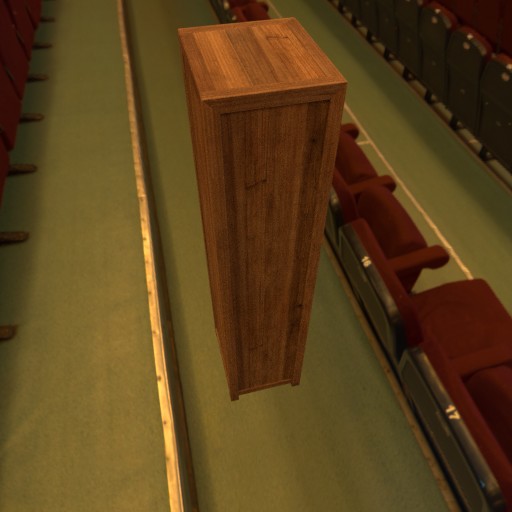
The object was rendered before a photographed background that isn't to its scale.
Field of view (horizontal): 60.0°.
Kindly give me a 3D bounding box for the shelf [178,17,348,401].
[{"bbox_3d":[0.000,0.000,2.093,0.428,1.900,0.500,-11,49,-10],"label":"shelf"}]
